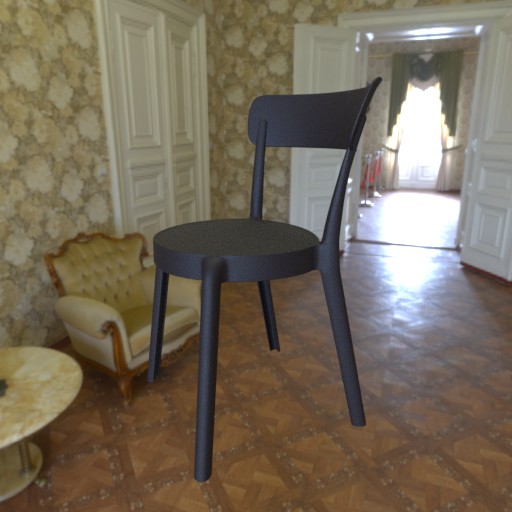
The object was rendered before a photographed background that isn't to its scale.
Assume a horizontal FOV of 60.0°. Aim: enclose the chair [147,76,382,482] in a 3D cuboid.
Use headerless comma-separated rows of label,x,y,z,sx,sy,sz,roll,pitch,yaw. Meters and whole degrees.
chair,0.000,0.000,1.089,0.491,0.790,0.506,-8,17,-25
